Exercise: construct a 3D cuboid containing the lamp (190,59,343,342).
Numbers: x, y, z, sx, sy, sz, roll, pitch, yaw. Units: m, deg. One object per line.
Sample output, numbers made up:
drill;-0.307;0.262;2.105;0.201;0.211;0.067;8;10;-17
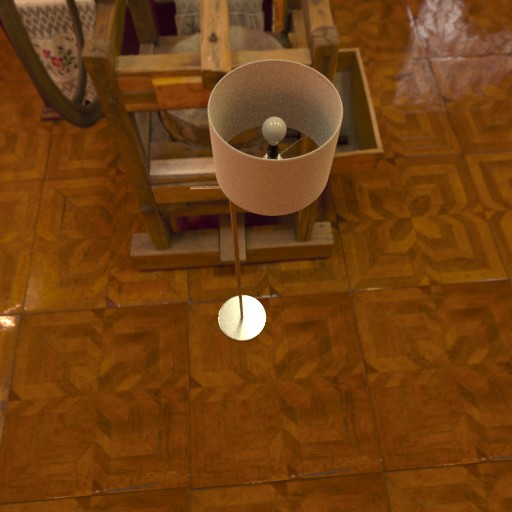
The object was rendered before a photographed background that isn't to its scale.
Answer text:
lamp;0.000;0.000;1.773;0.416;1.600;0.324;-2;64;-1
